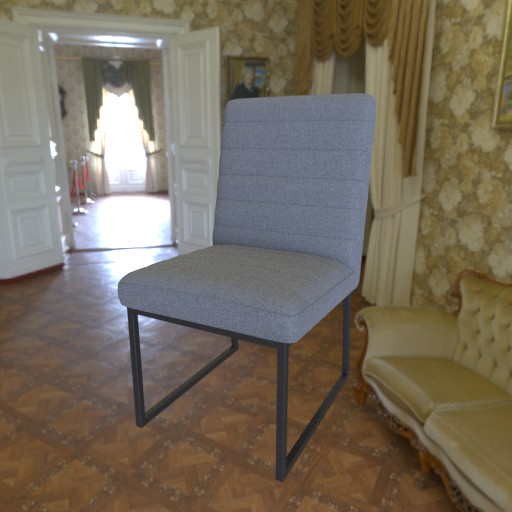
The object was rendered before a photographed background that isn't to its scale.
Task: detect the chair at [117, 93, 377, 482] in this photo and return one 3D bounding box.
[{"bbox_3d":[0.000,0.000,1.305,0.520,0.930,0.634,8,17,27],"label":"chair"}]
